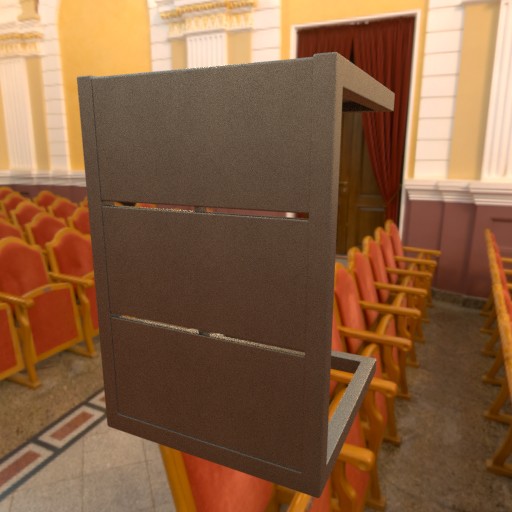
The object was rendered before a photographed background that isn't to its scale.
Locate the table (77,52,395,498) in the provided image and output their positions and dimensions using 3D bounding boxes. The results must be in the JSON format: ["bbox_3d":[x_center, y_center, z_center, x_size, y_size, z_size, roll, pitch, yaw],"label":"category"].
[{"bbox_3d":[0.000,0.000,0.843,0.405,0.609,0.420,6,15,25],"label":"table"}]
